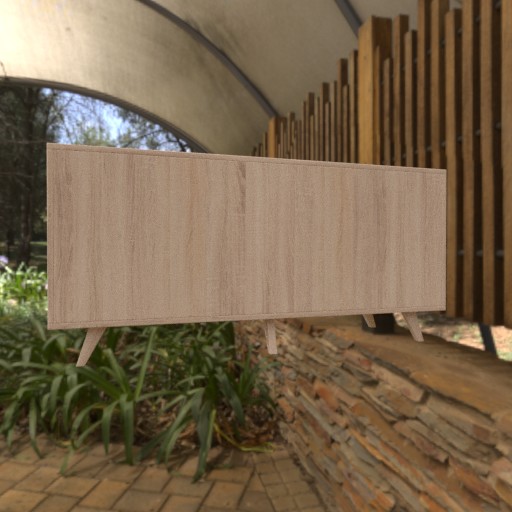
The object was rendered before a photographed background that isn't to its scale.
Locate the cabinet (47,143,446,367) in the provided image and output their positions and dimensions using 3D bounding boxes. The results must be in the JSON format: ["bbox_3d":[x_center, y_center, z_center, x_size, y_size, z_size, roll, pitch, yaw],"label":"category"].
[{"bbox_3d":[0.000,0.000,1.997,1.650,0.780,0.500,0,1,-18],"label":"cabinet"}]
